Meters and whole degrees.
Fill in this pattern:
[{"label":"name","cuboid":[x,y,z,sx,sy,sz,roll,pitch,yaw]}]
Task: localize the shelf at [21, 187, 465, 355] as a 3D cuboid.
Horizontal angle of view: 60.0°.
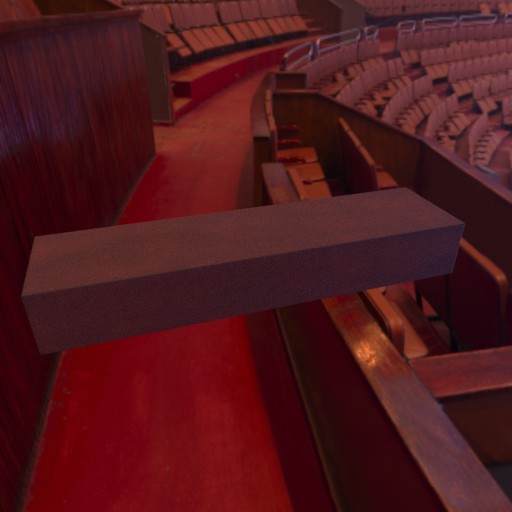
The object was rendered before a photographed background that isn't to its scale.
[{"label":"shelf","cuboid":[0.000,0.000,0.665,0.607,0.088,0.152,-9,32,-15]}]
